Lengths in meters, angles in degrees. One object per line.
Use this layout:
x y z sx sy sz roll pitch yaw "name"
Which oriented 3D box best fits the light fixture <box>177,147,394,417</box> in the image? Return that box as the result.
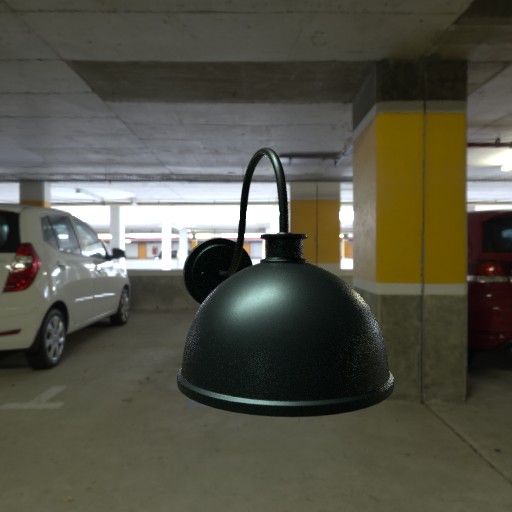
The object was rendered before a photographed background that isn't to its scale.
0.000 0.000 0.633 0.253 0.295 0.467 0 0 -18 "light fixture"
